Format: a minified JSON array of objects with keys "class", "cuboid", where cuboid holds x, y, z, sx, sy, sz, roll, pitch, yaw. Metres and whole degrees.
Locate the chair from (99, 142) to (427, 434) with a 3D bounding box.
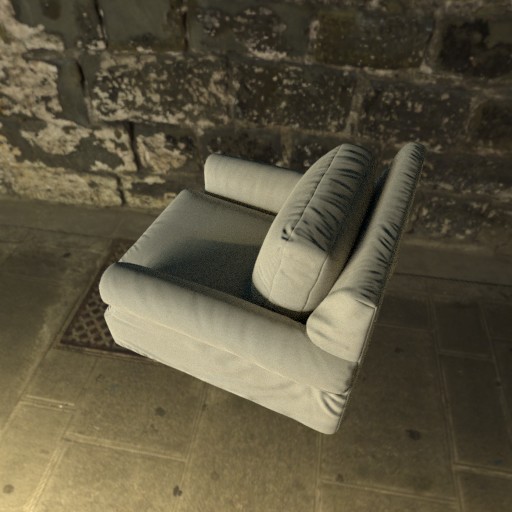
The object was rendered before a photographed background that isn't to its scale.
[{"class":"chair","cuboid":[0.000,0.000,1.790,1.066,0.866,0.940,18,49,16]}]
